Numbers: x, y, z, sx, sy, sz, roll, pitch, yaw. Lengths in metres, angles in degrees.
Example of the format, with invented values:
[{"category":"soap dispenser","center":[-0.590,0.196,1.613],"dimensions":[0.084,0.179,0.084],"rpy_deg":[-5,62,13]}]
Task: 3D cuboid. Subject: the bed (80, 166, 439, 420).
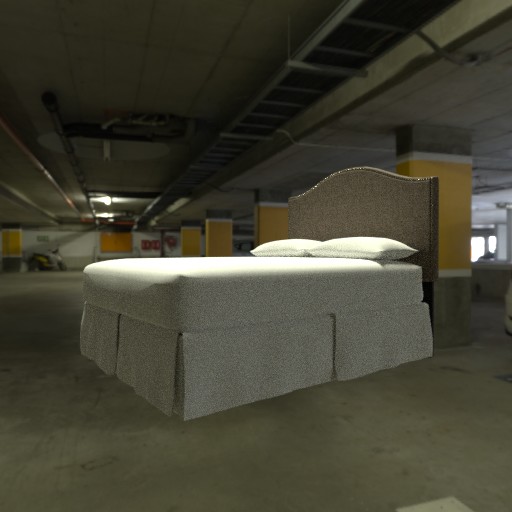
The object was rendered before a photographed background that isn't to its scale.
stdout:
[{"category":"bed","center":[0.000,0.000,3.287],"dimensions":[2.153,1.518,1.713],"rpy_deg":[0,1,-36]}]
